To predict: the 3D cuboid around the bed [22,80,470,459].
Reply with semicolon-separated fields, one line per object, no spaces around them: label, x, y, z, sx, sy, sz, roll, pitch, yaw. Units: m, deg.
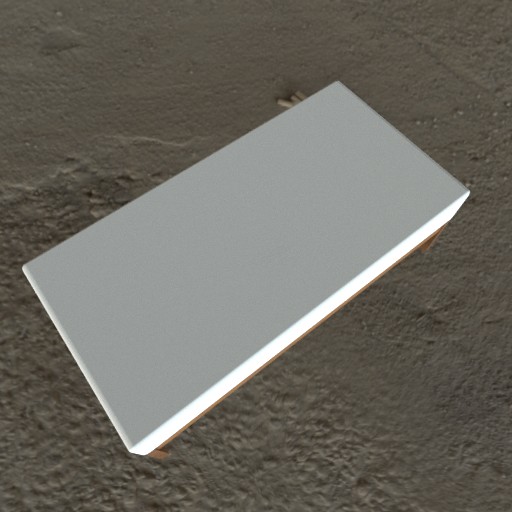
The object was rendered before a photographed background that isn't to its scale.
bed;0.000;0.000;2.314;1.902;0.616;0.961;-35;68;-16
